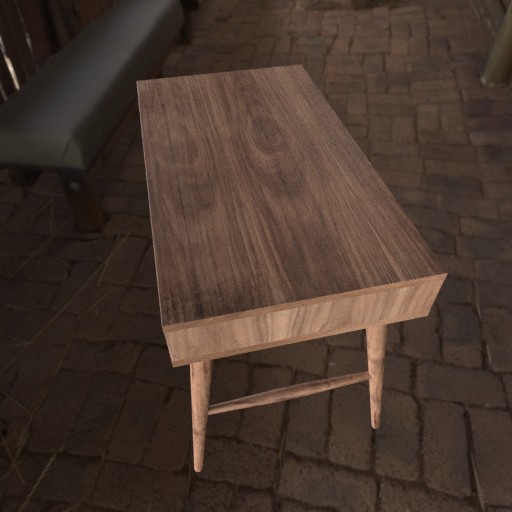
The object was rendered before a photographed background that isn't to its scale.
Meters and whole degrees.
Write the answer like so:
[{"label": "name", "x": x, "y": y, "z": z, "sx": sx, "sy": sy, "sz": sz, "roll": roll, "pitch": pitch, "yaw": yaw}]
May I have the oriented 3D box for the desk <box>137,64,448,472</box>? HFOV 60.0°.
[{"label": "desk", "x": 0.000, "y": 0.000, "z": 1.396, "sx": 0.588, "sy": 0.758, "sz": 0.949, "roll": -10, "pitch": 47, "yaw": -9}]
